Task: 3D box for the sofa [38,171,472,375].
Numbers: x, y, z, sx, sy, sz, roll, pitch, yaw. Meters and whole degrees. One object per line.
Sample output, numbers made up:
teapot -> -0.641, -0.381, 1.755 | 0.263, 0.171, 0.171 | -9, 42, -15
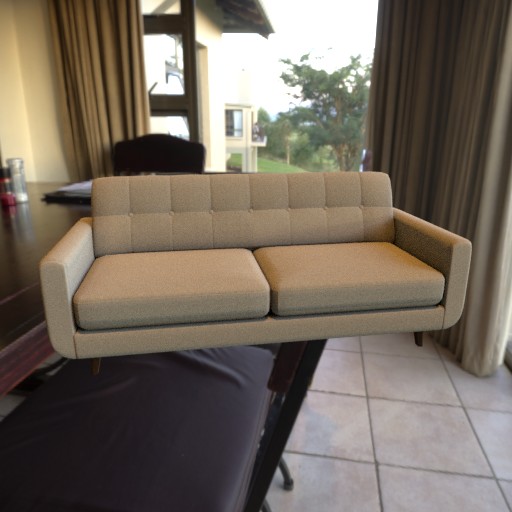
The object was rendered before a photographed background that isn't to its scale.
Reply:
sofa -> 0.000, 0.000, 2.625 | 2.137, 0.892, 0.980 | -3, 18, -9
